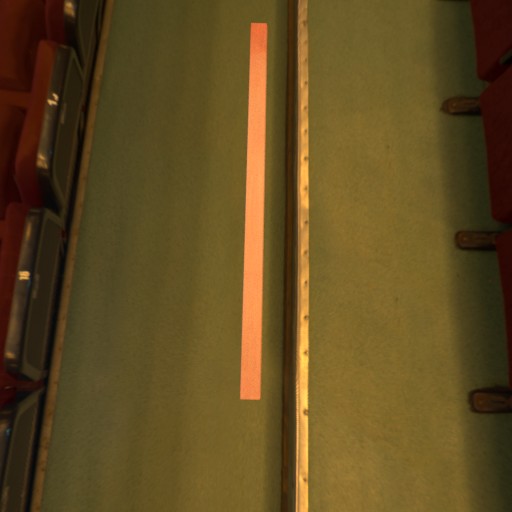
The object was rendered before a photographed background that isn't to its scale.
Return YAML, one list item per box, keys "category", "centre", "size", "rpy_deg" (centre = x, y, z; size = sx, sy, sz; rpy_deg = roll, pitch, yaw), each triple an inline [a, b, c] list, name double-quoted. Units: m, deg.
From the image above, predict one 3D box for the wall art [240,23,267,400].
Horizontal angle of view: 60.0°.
- category: "wall art"
  centre: [0.000, 0.000, 1.339]
  size: [0.039, 1.016, 0.761]
  rpy_deg: [1, 76, 0]
